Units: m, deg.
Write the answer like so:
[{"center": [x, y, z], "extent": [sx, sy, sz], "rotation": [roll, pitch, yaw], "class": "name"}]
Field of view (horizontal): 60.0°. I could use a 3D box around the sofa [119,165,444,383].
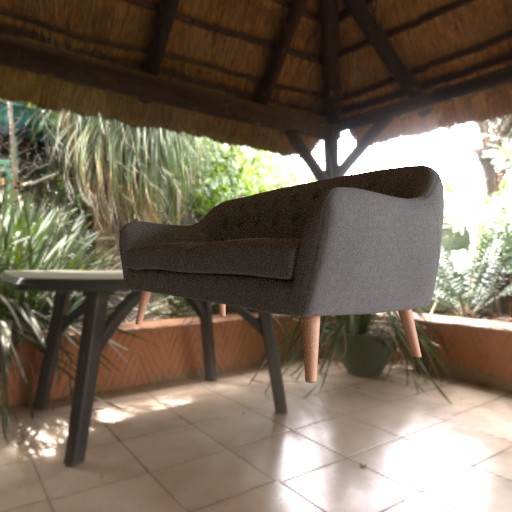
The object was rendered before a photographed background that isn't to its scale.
[{"center": [0.000, 0.000, 2.246], "extent": [0.820, 0.820, 1.840], "rotation": [0, 0, -36], "class": "sofa"}]
